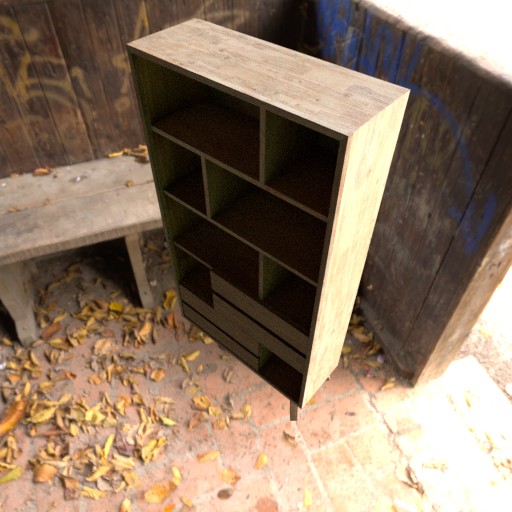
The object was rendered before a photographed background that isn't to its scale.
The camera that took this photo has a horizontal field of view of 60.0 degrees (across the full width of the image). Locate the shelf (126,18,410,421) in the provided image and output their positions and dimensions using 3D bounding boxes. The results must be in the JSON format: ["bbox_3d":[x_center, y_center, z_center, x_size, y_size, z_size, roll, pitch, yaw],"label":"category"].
[{"bbox_3d":[0.000,0.000,1.707,0.748,1.471,0.308,32,54,27],"label":"shelf"}]
